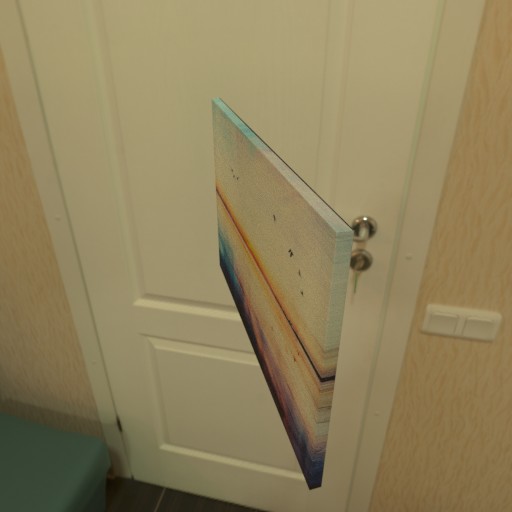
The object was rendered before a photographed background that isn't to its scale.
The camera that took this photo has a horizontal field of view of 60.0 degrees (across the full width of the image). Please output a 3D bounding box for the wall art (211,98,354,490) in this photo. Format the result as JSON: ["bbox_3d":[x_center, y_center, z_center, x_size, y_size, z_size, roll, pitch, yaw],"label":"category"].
[{"bbox_3d":[0.000,0.000,0.758,0.018,0.402,0.604,-8,32,-13],"label":"wall art"}]
